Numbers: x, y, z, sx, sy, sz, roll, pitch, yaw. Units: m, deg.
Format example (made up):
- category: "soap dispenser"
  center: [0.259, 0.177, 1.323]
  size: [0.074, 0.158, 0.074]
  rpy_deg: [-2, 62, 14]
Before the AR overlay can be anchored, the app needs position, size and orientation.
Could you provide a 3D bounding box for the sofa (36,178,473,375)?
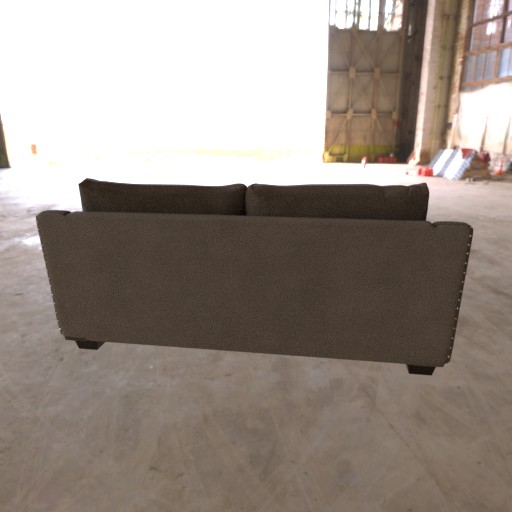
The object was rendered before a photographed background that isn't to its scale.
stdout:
- category: "sofa"
  center: [0.000, 0.000, 3.275]
  size: [2.550, 1.196, 1.336]
  rpy_deg: [2, 16, 8]
